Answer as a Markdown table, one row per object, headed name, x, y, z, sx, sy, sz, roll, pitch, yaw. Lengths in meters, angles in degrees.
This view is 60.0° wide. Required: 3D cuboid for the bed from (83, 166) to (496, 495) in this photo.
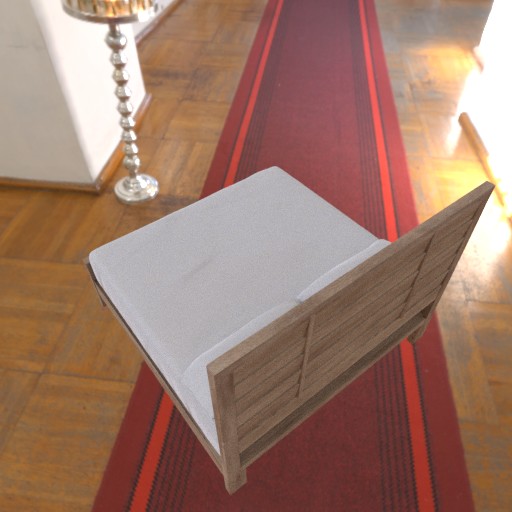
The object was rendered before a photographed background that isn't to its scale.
| name | x | y | z | sx | sy | sz | roll | pitch | yaw |
| --- | --- | --- | --- | --- | --- | --- | --- | --- | --- |
| bed | 0.000 | 0.000 | 3.360 | 2.032 | 1.626 | 2.062 | -30 | 53 | -25 |
